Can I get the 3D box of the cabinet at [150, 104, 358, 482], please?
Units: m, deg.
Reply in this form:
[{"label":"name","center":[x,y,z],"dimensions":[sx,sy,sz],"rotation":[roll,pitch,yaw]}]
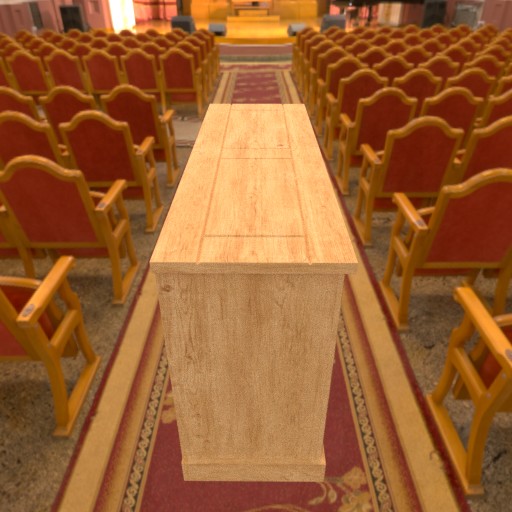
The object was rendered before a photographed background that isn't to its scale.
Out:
[{"label":"cabinet","center":[0.000,0.000,1.691],"dimensions":[0.432,0.810,1.321],"rotation":[0,33,0]}]
